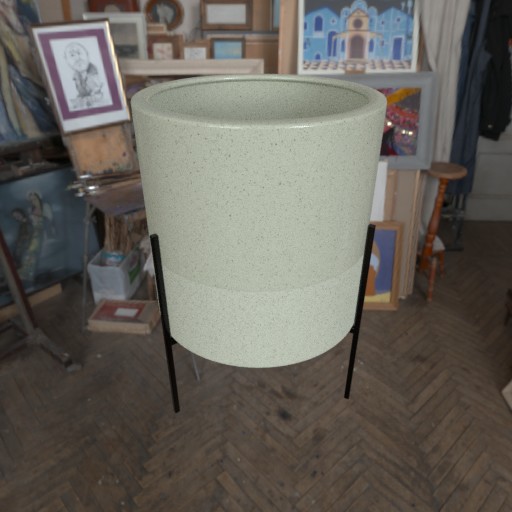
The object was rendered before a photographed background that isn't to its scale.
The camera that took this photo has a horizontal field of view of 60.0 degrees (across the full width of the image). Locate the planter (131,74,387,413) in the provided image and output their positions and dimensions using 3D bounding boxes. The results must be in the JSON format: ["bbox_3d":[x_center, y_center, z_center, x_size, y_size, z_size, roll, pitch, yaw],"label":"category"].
[{"bbox_3d":[0.000,0.000,0.676,0.323,0.475,0.314,-20,36,-30],"label":"planter"}]
